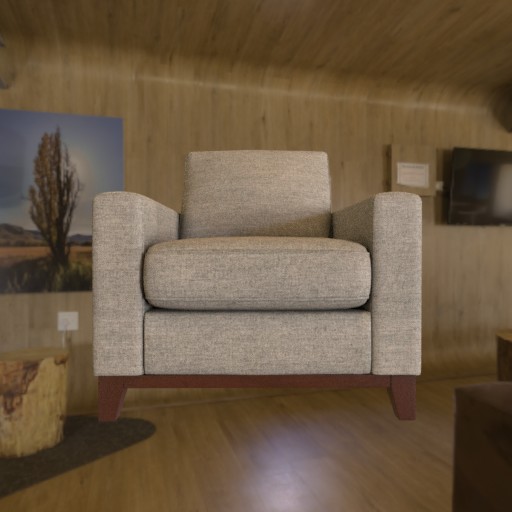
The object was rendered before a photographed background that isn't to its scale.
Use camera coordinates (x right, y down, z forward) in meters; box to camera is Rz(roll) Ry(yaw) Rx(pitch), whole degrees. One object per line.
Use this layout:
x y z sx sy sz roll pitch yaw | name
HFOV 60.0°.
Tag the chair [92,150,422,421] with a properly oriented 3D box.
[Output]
0.000 0.000 1.835 1.024 1.010 1.038 0 1 -1 | chair
